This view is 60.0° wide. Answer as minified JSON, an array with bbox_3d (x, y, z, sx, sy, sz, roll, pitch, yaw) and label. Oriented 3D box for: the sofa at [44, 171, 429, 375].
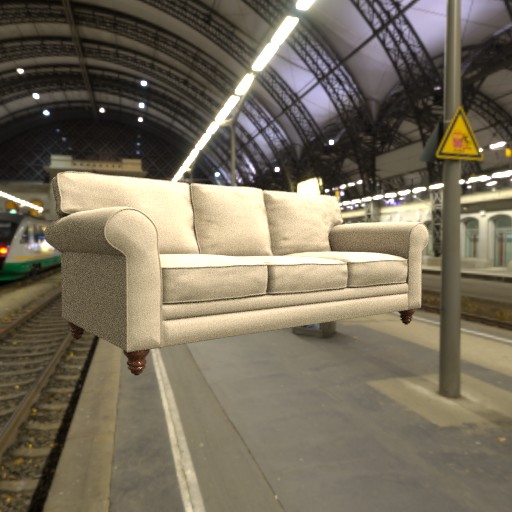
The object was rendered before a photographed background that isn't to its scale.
[{"bbox_3d":[0.000,0.000,2.606,2.118,0.889,0.998,-1,2,-37],"label":"sofa"}]
